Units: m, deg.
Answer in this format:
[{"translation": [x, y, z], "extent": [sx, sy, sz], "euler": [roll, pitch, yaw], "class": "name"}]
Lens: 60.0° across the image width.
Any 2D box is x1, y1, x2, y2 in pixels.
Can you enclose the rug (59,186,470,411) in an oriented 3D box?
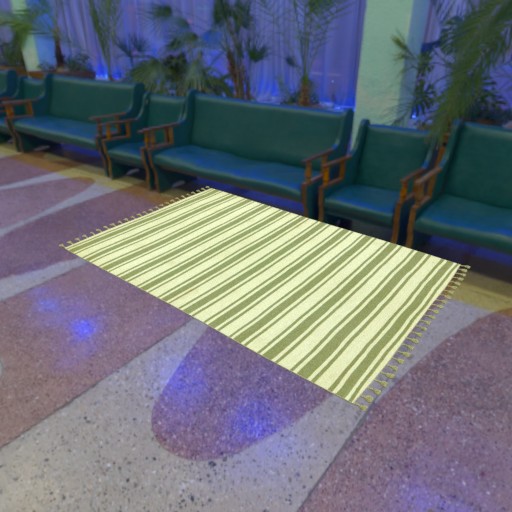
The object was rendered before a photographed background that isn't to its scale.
[{"translation": [0.000, 0.000, 3.060], "extent": [2.435, 0.018, 1.540], "euler": [21, 36, 33], "class": "rug"}]
